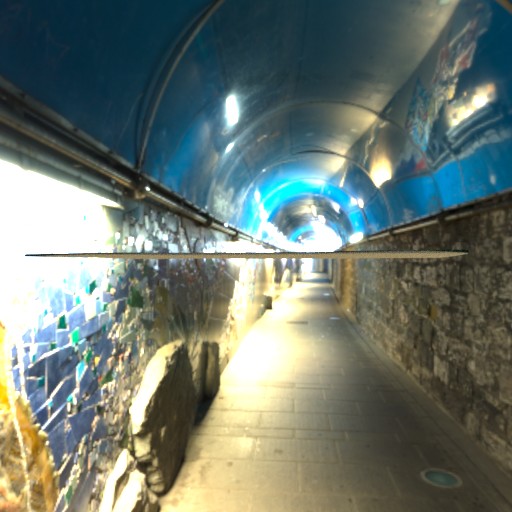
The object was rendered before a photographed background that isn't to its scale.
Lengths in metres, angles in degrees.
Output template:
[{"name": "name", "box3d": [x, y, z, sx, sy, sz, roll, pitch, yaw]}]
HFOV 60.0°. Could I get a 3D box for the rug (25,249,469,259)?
[{"name": "rug", "box3d": [0.000, 0.000, 2.158, 1.728, 0.017, 1.136, 0, -1, 17]}]
